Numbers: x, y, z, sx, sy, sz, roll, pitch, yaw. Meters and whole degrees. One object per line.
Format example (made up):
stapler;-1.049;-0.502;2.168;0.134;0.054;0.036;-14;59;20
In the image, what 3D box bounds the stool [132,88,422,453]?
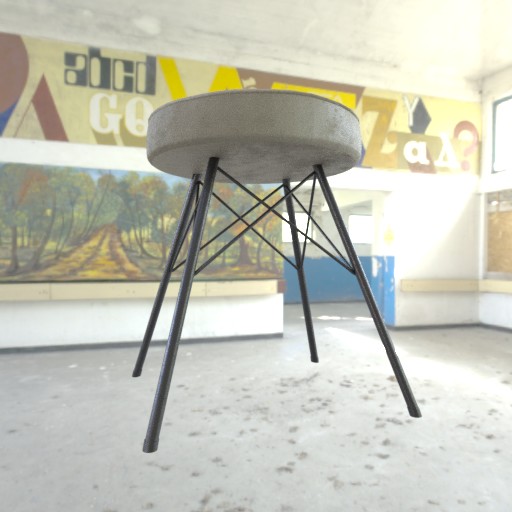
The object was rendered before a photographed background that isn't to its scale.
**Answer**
stool;0.000;0.000;0.872;0.457;0.538;0.423;0;0;-18
